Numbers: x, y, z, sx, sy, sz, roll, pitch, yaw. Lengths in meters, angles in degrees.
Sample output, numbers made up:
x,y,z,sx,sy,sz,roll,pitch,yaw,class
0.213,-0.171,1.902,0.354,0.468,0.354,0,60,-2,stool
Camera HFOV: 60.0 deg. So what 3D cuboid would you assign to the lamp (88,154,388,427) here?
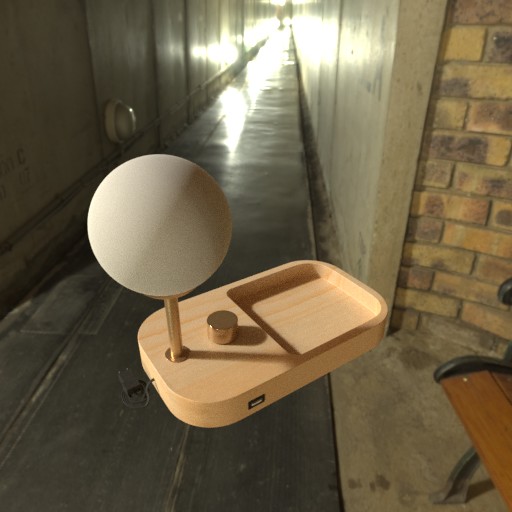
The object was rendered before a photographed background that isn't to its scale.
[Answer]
x,y,z,sx,sy,sz,roll,pitch,yaw,class
0.000,0.000,0.479,0.331,0.253,0.173,-19,35,-29,lamp
